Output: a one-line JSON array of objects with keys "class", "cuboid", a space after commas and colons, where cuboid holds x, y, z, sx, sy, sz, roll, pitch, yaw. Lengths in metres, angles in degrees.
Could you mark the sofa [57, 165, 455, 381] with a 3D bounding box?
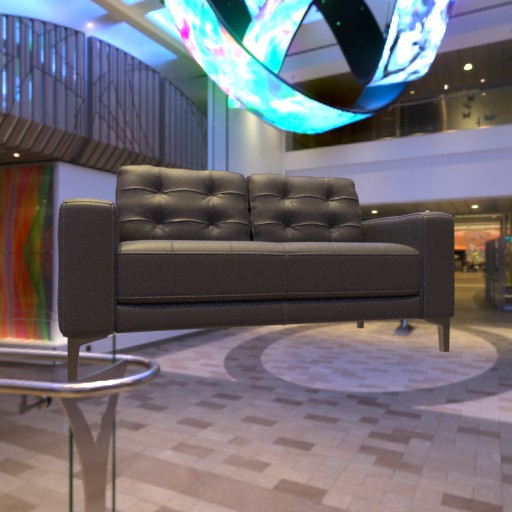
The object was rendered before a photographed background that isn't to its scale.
[{"class": "sofa", "cuboid": [0.000, 0.000, 2.184, 1.726, 0.893, 0.833, 0, 0, -18]}]
